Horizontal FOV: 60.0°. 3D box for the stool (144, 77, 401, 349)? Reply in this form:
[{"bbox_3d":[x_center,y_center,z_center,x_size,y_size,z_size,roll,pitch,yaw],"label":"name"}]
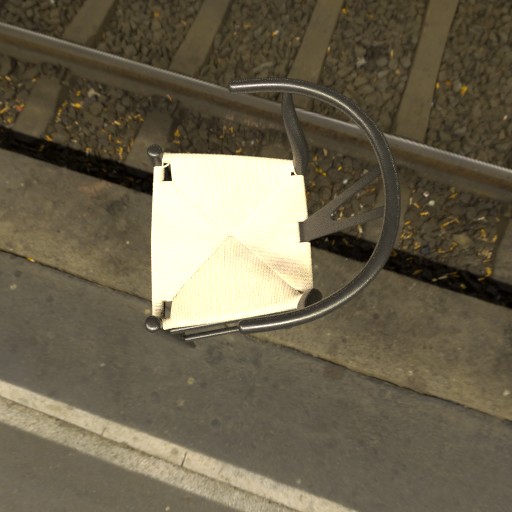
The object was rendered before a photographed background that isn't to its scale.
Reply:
[{"bbox_3d":[0.000,0.000,1.395,0.579,1.072,0.569,-3,75,-1],"label":"stool"}]
